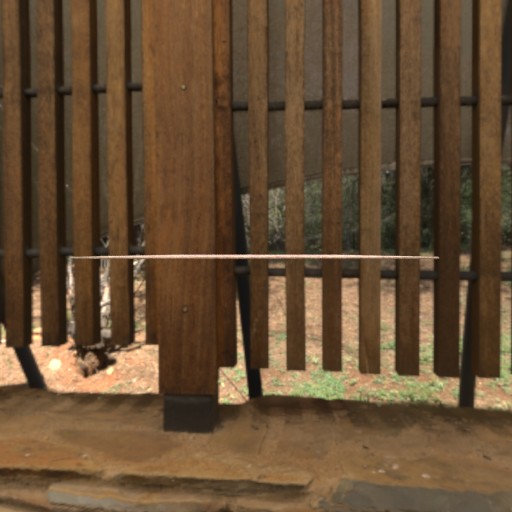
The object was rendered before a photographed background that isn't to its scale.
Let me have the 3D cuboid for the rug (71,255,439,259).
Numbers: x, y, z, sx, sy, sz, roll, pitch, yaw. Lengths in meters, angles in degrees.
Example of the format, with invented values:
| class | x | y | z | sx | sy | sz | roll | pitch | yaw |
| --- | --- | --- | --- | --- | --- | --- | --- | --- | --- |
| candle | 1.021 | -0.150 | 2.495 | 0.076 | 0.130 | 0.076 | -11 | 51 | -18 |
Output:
| class | x | y | z | sx | sy | sz | roll | pitch | yaw |
| --- | --- | --- | --- | --- | --- | --- | --- | --- | --- |
| rug | 0.000 | 0.000 | 3.052 | 1.545 | 0.010 | 2.440 | 0 | 0 | 0 |
